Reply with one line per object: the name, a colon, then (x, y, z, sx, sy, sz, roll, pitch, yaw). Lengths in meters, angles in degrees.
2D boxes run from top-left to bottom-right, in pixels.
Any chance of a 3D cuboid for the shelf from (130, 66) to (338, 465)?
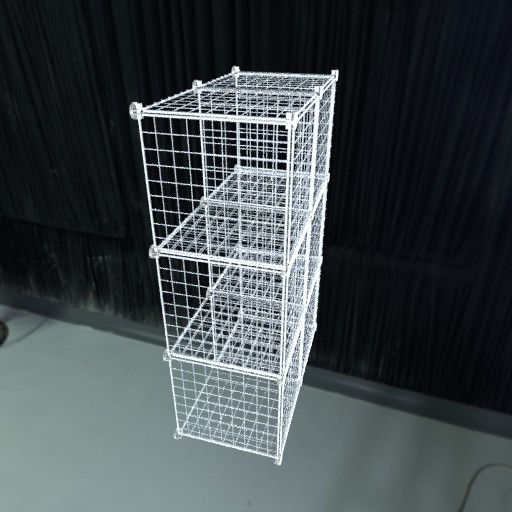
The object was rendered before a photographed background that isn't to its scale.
shelf: (0.000, 0.000, 1.452, 0.356, 1.067, 0.711, 8, 30, 14)
